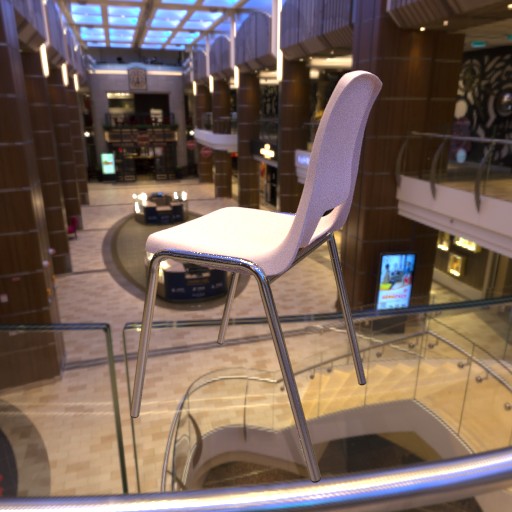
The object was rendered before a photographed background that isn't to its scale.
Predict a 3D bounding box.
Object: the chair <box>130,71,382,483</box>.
[{"bbox_3d":[0.000,0.000,0.932,0.436,0.704,0.381,9,20,26],"label":"chair"}]
